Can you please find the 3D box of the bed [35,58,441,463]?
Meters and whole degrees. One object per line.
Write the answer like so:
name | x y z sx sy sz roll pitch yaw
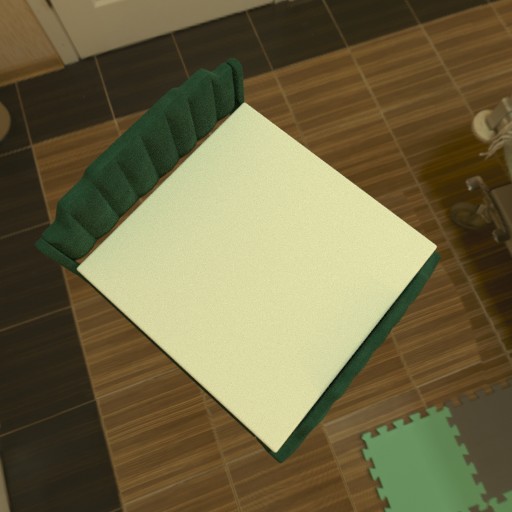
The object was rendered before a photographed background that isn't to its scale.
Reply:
bed | 0.000 0.000 3.472 2.340 1.245 2.074 40 77 11
